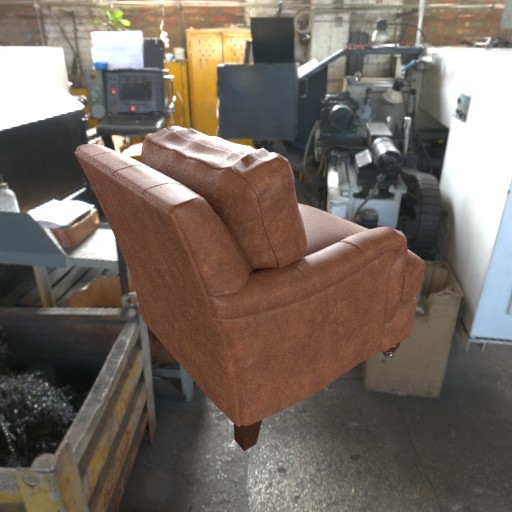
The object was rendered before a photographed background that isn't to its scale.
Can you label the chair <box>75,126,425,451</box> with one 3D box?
[{"bbox_3d":[0.000,0.000,1.923,1.158,1.055,0.986,-17,31,-32],"label":"chair"}]
